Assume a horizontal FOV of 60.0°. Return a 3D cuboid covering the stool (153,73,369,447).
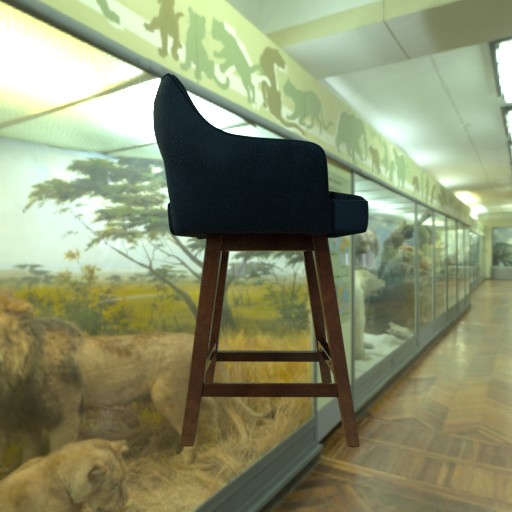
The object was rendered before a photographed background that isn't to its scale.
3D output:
[{"bbox_3d":[0.000,0.000,1.296,0.560,0.940,0.550,0,1,1],"label":"stool"}]
